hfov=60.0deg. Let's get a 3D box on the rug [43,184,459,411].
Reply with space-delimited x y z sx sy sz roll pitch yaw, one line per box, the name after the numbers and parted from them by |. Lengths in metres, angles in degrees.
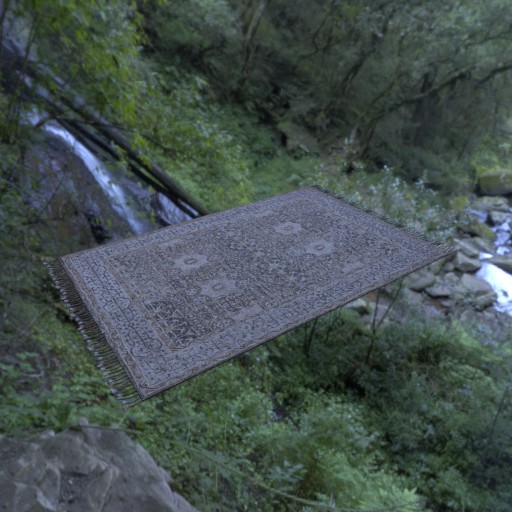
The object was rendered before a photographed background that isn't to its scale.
0.000 0.000 2.516 2.029 0.010 1.237 -20 36 -29 | rug
